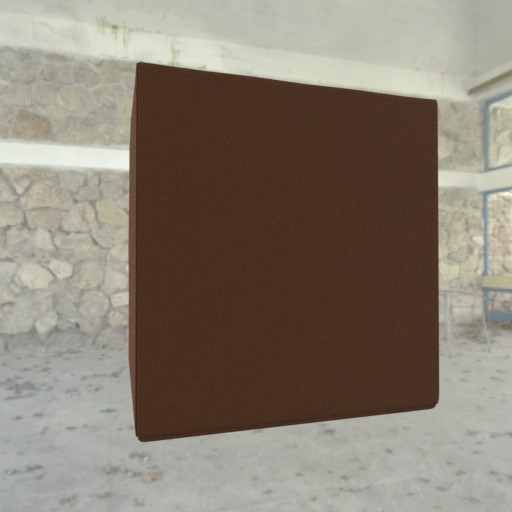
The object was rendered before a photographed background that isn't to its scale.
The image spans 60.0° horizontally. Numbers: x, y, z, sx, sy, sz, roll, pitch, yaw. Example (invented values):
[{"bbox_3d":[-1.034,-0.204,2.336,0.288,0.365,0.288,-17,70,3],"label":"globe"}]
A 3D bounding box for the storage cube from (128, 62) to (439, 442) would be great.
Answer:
[{"bbox_3d":[0.000,0.000,0.487,0.270,0.280,0.270,0,-1,-17],"label":"storage cube"}]
